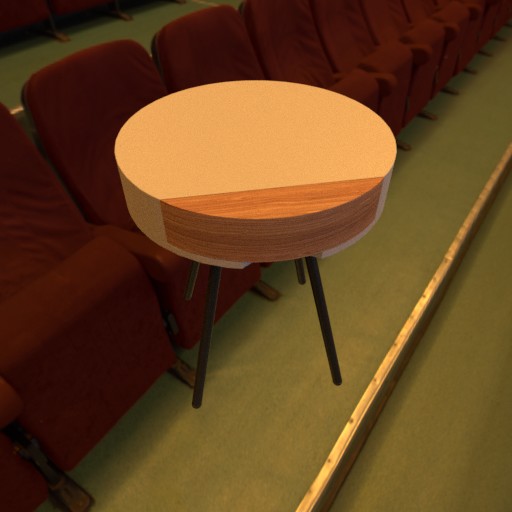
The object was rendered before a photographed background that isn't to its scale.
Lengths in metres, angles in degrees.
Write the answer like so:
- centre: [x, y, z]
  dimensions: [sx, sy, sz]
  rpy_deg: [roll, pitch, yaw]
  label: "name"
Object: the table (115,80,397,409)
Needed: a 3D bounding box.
- centre: [0.000, 0.000, 0.876]
  dimensions: [0.450, 0.525, 0.450]
  rpy_deg: [0, 43, 0]
  label: "table"
